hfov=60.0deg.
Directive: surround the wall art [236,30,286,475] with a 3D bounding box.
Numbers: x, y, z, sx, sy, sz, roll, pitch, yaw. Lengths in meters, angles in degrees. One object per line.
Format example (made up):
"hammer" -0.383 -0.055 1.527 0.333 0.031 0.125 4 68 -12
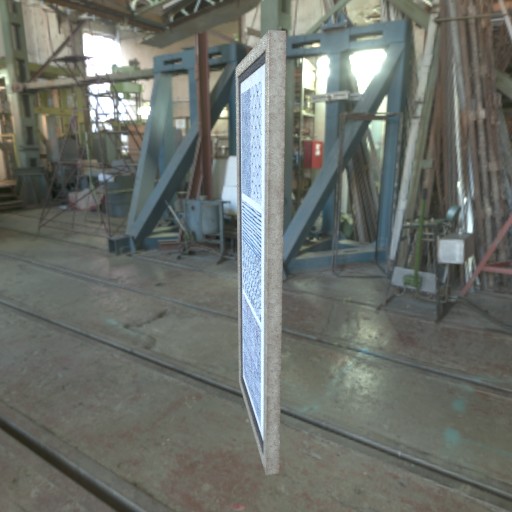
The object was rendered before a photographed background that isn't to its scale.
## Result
"wall art" 0.000 0.000 1.724 0.051 1.461 0.648 -3 15 -10
